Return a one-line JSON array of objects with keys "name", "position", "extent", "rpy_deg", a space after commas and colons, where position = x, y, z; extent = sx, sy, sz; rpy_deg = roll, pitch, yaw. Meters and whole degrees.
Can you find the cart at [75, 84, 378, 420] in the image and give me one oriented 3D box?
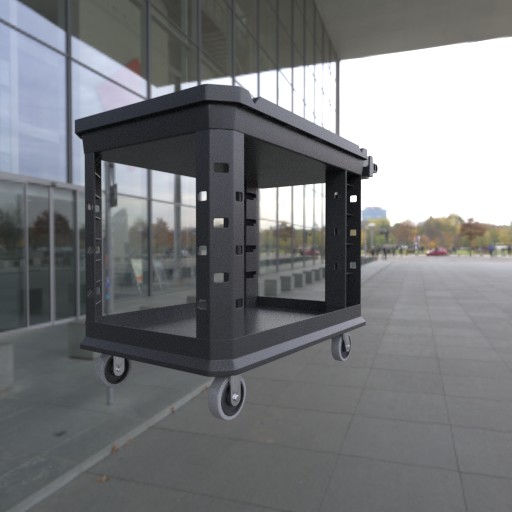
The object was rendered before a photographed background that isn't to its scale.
[{"name": "cart", "position": [0.000, 0.000, 1.776], "extent": [0.674, 0.884, 1.239], "rpy_deg": [1, 1, 35]}]
